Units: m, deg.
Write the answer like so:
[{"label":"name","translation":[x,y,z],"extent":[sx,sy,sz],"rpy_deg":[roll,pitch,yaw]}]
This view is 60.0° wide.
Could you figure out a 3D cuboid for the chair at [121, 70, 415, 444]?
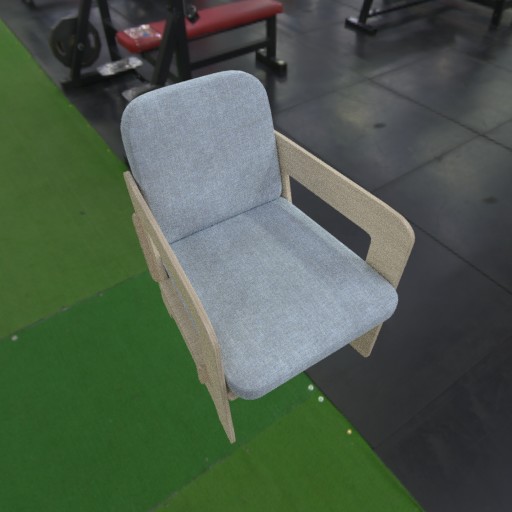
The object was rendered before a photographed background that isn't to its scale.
[{"label":"chair","translation":[0.000,0.000,1.293],"extent":[0.590,0.800,0.710],"rpy_deg":[-25,52,-22]}]
